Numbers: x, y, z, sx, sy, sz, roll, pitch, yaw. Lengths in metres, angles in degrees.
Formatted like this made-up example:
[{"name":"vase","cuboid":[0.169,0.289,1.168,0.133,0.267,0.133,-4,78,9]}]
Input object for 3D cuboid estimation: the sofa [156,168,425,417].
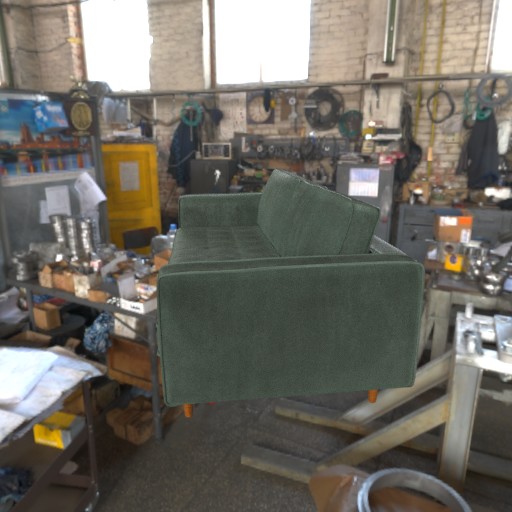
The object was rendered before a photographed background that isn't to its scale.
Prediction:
[{"name":"sofa","cuboid":[0.000,0.000,2.265,0.886,0.781,1.816,-2,15,-7]}]
